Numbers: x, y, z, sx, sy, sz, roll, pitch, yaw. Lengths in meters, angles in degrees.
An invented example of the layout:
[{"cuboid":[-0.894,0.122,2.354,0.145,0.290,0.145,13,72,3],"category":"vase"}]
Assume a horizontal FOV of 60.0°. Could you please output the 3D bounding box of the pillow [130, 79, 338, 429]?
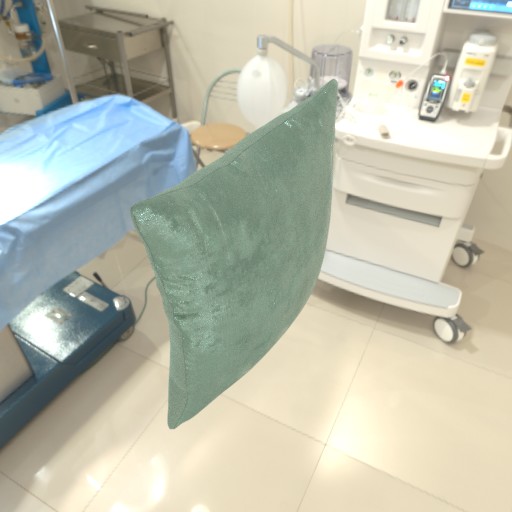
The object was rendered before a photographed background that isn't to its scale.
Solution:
[{"cuboid":[0.000,0.000,0.741,0.175,0.464,0.470,24,46,26],"category":"pillow"}]
